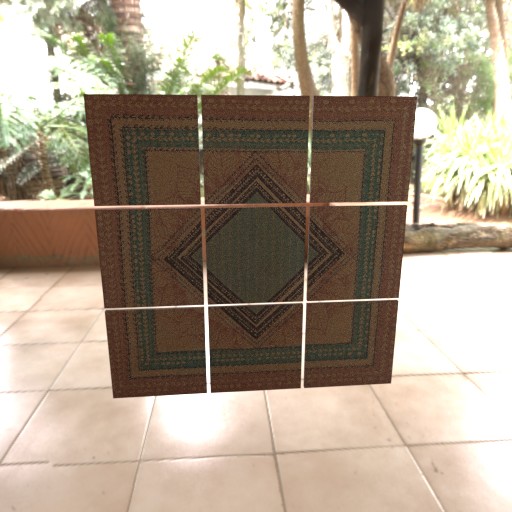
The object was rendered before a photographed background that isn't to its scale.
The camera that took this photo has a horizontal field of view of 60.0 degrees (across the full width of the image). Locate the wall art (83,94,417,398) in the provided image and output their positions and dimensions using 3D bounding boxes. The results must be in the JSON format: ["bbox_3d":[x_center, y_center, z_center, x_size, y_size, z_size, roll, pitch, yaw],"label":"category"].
[{"bbox_3d":[0.000,0.000,1.338,0.915,0.914,0.013,-1,16,-5],"label":"wall art"}]
